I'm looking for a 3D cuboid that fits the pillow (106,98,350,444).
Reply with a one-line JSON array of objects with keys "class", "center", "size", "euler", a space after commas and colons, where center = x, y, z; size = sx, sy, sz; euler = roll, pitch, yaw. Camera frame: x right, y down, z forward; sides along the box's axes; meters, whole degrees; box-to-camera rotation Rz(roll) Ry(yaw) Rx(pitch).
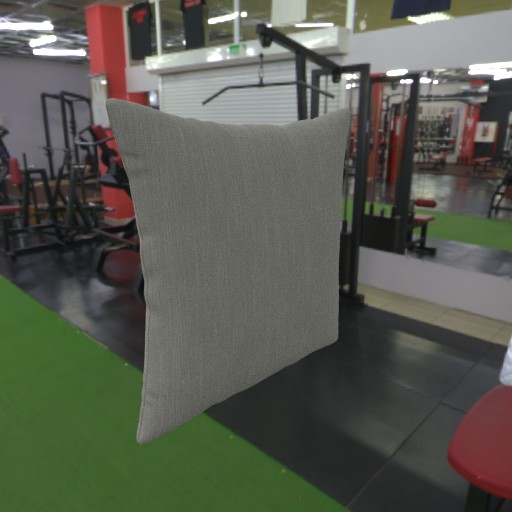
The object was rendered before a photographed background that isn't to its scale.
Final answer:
[{"class": "pillow", "center": [0.000, 0.000, 0.784], "size": [0.511, 0.509, 0.161], "euler": [-15, 23, -42]}]
